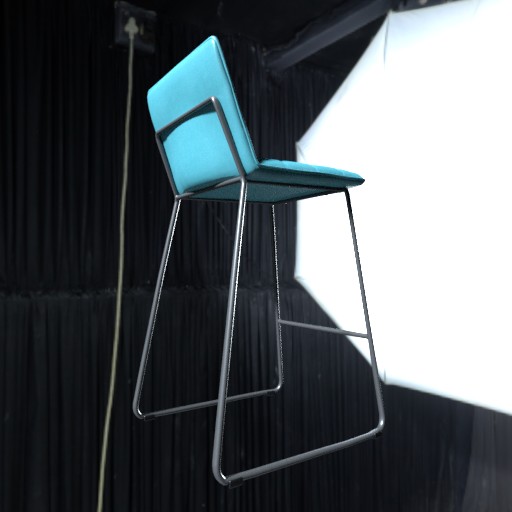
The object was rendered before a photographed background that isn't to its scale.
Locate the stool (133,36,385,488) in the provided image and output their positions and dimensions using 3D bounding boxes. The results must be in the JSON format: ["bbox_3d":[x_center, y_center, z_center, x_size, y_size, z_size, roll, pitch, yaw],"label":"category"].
[{"bbox_3d":[0.000,0.000,1.218,0.524,0.936,0.489,1,-2,-35],"label":"stool"}]
